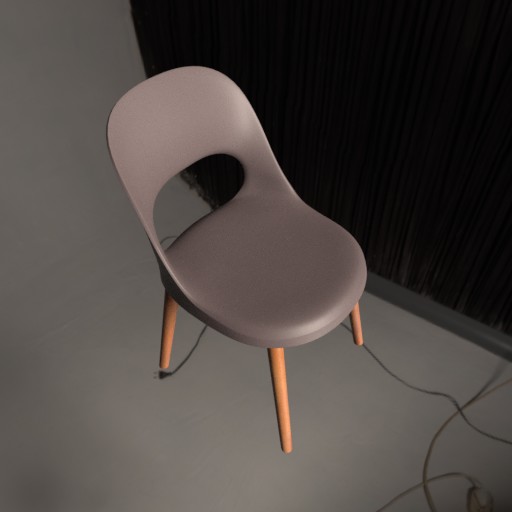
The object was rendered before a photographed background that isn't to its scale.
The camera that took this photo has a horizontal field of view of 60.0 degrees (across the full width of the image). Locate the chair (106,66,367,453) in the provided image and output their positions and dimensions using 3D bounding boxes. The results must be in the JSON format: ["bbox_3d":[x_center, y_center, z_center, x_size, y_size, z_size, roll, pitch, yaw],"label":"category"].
[{"bbox_3d":[0.000,0.000,1.135,0.556,0.794,0.470,26,49,26],"label":"chair"}]
